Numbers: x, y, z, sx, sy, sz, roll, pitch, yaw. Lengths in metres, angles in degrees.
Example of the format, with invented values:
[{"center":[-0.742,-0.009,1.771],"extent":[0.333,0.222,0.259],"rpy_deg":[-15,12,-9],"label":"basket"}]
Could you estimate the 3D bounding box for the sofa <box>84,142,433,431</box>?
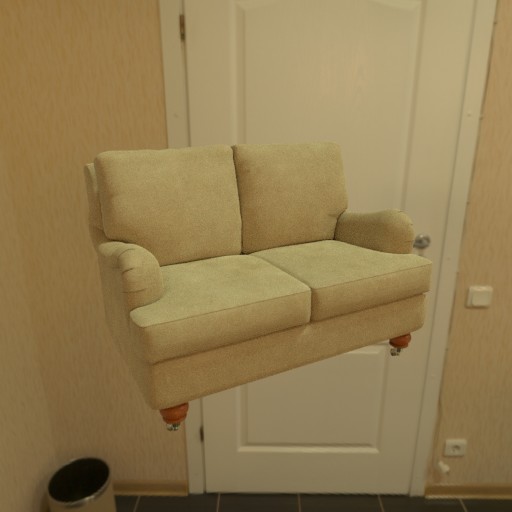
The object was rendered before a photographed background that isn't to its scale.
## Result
[{"center":[0.000,0.000,2.275],"extent":[1.498,1.087,1.086],"rpy_deg":[-9,20,-27],"label":"sofa"}]
